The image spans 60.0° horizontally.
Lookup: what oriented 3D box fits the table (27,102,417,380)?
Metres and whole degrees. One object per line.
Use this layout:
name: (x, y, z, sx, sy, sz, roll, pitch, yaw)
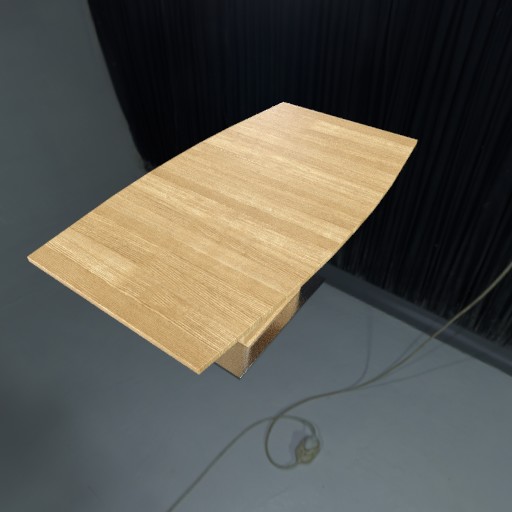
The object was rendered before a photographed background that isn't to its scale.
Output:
table: (0.000, 0.000, 2.075, 0.900, 0.748, 1.598, 26, 48, 26)
